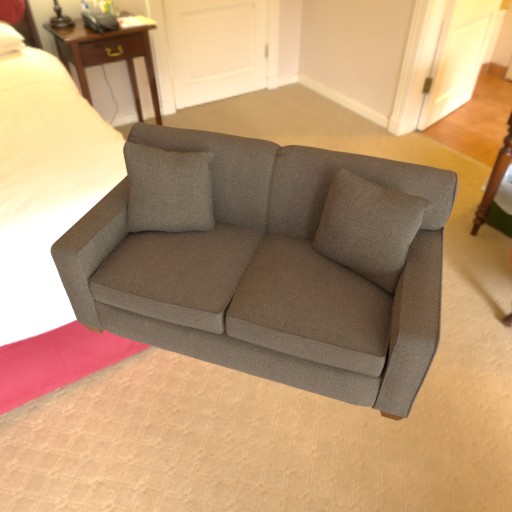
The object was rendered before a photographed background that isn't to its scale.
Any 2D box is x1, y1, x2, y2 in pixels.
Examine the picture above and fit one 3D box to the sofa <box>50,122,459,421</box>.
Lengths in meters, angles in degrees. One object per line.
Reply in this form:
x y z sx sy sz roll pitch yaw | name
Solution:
0.000 0.000 2.381 1.846 0.958 1.000 13 42 14 | sofa
